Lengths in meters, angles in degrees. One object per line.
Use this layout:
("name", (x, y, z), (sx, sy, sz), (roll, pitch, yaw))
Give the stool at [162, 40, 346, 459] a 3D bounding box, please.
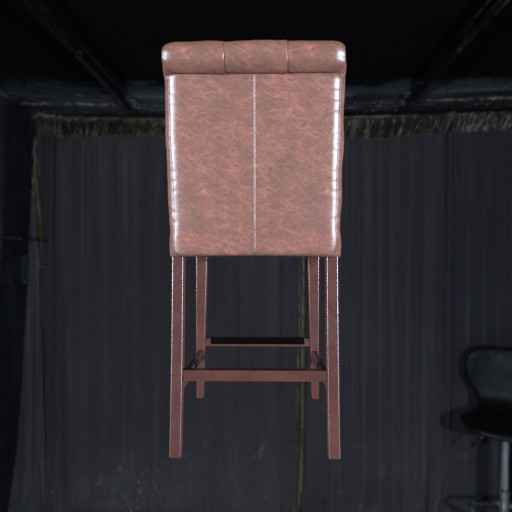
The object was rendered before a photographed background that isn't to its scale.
("stool", (0.000, 0.000, 1.409), (0.486, 1.084, 0.660), (0, 0, 1))
